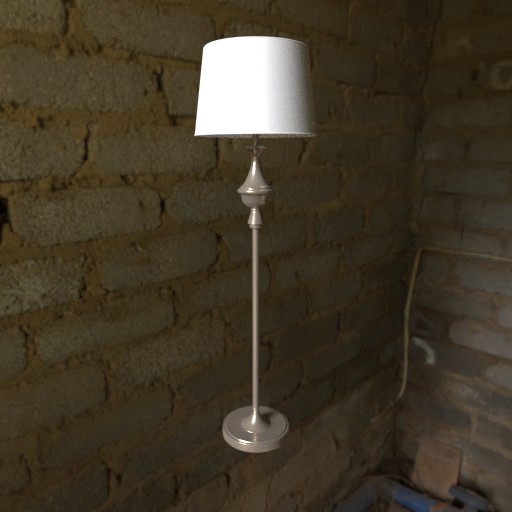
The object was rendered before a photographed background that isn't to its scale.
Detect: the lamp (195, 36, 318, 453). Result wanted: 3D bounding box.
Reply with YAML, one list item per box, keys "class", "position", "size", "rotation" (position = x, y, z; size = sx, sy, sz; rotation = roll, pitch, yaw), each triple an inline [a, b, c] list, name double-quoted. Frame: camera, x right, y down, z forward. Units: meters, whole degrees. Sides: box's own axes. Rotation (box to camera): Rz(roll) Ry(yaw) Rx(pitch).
- class: "lamp"
  position: [0.000, 0.000, 1.664]
  size: [0.431, 1.488, 0.431]
  rotation: [0, 13, 0]
